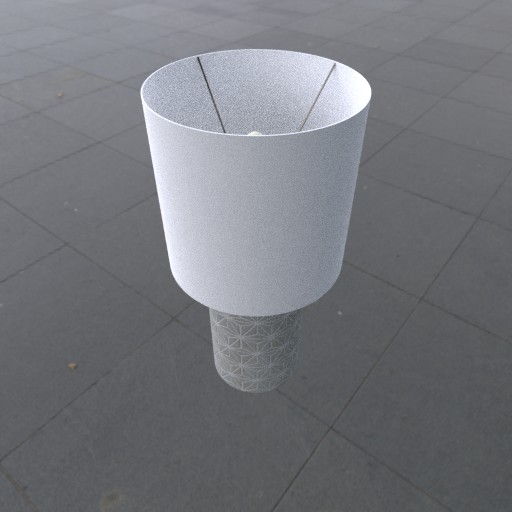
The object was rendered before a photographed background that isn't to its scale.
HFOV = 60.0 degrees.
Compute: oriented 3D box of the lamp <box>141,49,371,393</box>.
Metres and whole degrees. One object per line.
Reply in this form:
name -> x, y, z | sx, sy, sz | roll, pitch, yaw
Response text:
lamp -> 0.000, 0.000, 0.540 | 0.206, 0.416, 0.206 | -26, 48, -27
